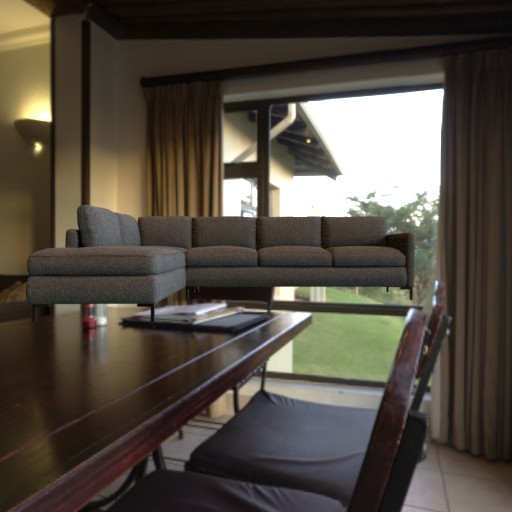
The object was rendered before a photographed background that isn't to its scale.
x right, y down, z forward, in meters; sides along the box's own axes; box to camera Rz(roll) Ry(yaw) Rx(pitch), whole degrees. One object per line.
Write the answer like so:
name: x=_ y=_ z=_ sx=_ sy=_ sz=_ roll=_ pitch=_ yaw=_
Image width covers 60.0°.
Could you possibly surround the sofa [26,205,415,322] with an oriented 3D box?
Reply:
sofa: x=0.000 y=0.000 z=3.796 sx=2.949 sy=0.815 sz=2.007 roll=0 pitch=1 yaw=-1
